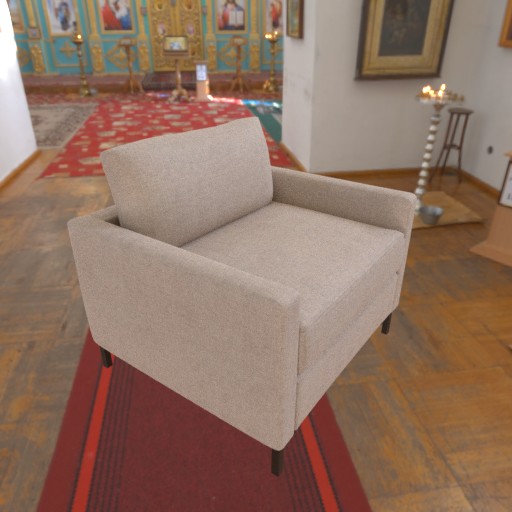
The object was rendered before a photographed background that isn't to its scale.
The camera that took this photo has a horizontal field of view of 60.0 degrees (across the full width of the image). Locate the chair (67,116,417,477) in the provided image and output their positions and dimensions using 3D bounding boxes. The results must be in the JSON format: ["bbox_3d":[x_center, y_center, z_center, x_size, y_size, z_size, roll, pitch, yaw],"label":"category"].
[{"bbox_3d":[0.000,0.000,1.633,0.866,0.861,0.963,18,32,32],"label":"chair"}]
